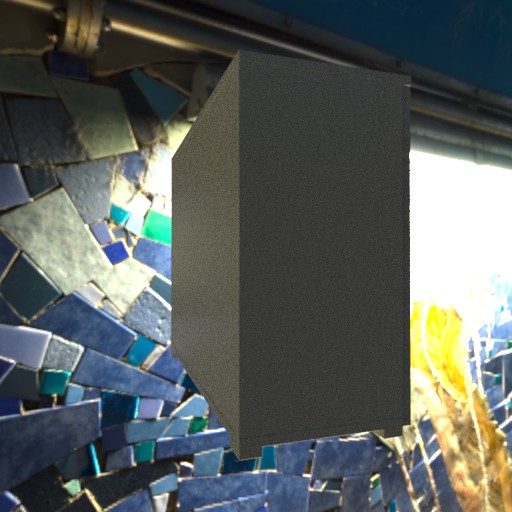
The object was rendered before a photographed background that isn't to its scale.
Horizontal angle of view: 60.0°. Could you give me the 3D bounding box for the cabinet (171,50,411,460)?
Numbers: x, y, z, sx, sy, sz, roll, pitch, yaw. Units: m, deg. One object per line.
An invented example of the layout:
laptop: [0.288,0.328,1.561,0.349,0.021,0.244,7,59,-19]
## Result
cabinet: [0.000,0.000,1.399,0.400,0.800,1.000,0,0,-18]
